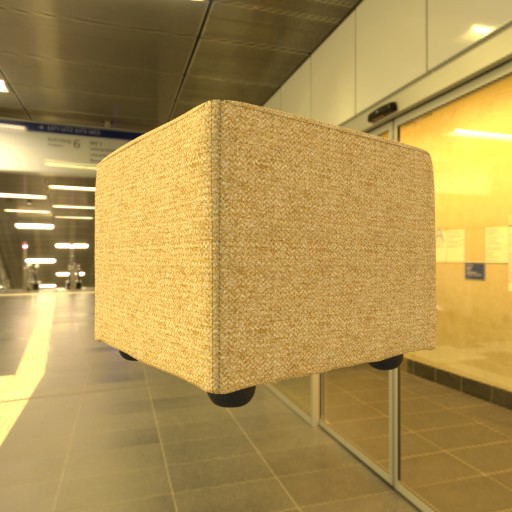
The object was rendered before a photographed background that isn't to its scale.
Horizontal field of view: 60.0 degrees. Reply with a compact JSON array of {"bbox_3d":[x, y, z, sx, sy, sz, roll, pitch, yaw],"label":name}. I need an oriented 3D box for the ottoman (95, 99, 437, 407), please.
[{"bbox_3d":[0.000,0.000,0.899,0.512,0.441,0.505,0,0,-37],"label":"ottoman"}]
